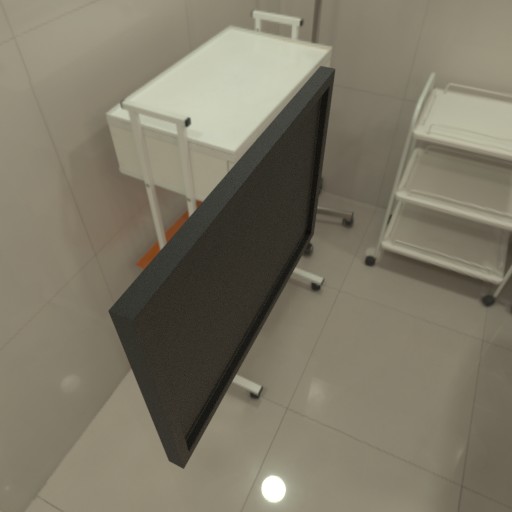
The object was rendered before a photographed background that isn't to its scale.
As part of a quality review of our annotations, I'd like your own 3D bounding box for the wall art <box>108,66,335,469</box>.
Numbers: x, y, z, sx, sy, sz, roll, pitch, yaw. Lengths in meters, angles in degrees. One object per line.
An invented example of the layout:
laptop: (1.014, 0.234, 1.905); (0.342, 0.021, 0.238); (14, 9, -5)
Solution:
wall art: (0.000, 0.000, 0.556); (0.021, 0.301, 0.443); (19, 49, 17)
